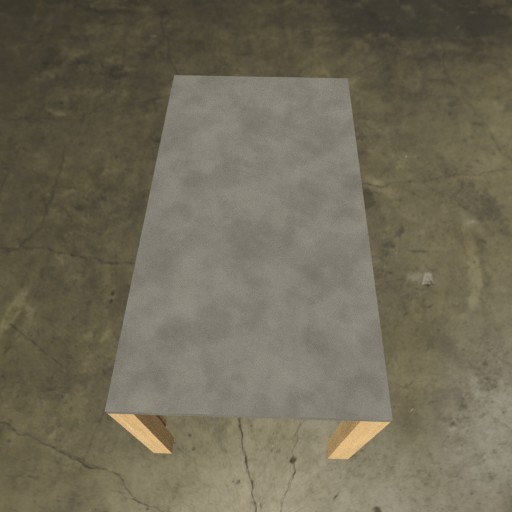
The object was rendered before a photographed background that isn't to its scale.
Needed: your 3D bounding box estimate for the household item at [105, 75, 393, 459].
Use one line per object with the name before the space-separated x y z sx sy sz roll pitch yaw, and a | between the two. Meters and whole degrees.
household item | 0.000 0.000 2.055 0.850 0.755 1.600 1 57 1
